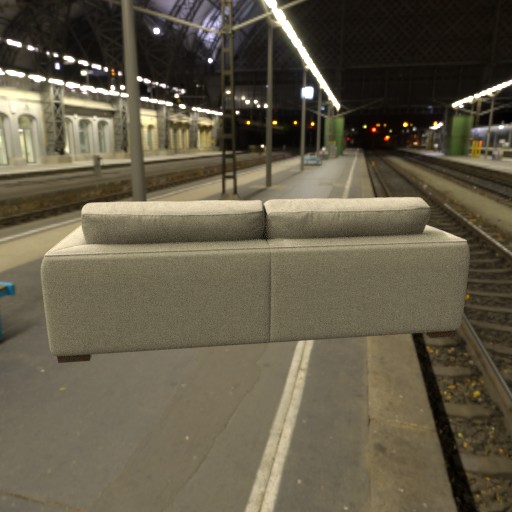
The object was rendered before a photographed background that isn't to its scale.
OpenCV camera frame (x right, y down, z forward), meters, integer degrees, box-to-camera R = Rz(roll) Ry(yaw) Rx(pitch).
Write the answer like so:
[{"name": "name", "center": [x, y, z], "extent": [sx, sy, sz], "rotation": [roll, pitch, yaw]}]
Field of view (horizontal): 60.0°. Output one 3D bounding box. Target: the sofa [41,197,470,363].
[{"name": "sofa", "center": [0.000, 0.000, 2.803], "extent": [2.262, 0.801, 1.070], "rotation": [-2, 15, -8]}]
